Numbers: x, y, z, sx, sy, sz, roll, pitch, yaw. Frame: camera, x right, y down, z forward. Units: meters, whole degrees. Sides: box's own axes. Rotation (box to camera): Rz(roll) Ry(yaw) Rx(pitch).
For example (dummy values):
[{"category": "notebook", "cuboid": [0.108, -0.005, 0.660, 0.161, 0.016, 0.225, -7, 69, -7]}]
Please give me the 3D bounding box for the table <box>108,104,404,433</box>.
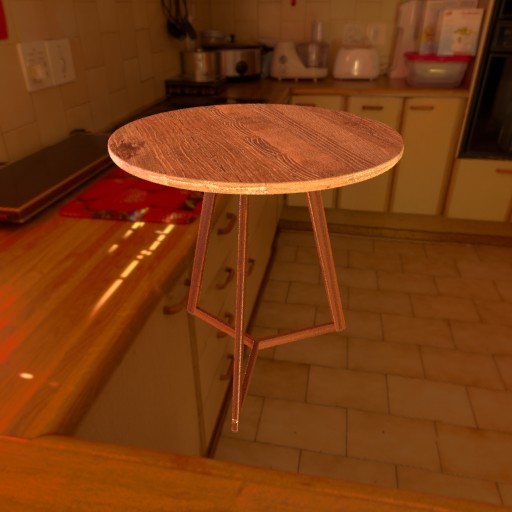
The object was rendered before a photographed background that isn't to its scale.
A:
[{"category": "table", "cuboid": [0.000, 0.000, 0.902, 0.500, 0.500, 0.500, 0, 30, 0]}]
